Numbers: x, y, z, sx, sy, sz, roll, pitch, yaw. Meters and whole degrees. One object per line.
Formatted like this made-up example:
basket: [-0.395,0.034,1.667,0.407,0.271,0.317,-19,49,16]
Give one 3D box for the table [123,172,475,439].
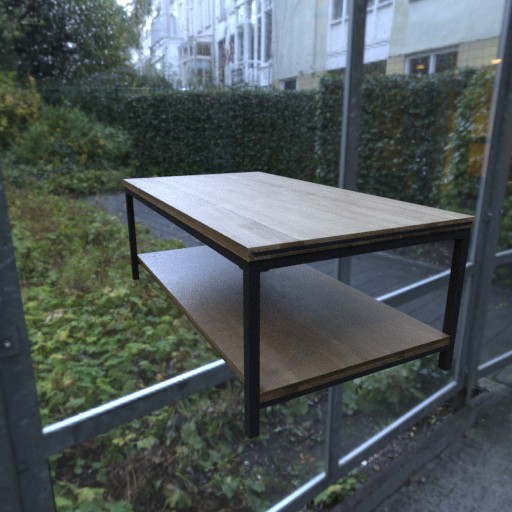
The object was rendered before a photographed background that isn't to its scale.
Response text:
table: [0.000,0.000,1.388,0.574,0.393,1.062,-8,19,-26]
